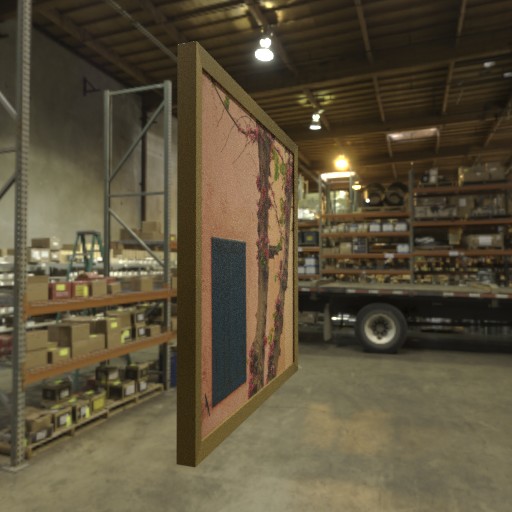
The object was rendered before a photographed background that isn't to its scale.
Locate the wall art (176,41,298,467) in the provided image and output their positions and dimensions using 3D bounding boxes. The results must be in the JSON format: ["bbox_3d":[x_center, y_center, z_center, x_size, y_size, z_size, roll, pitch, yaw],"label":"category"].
[{"bbox_3d":[0.000,0.000,1.158,0.038,0.762,0.762,0,-1,19],"label":"wall art"}]
